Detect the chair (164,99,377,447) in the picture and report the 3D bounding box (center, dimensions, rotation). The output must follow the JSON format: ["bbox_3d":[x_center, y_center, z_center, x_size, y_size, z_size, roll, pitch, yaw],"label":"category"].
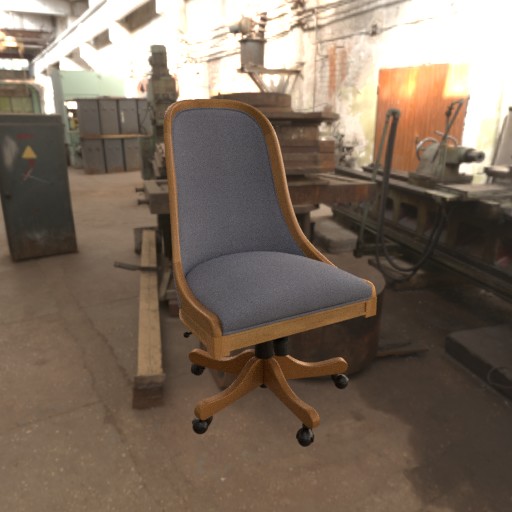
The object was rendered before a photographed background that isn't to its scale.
[{"bbox_3d":[0.000,0.000,1.505,0.605,1.031,0.735,-9,20,-28],"label":"chair"}]
